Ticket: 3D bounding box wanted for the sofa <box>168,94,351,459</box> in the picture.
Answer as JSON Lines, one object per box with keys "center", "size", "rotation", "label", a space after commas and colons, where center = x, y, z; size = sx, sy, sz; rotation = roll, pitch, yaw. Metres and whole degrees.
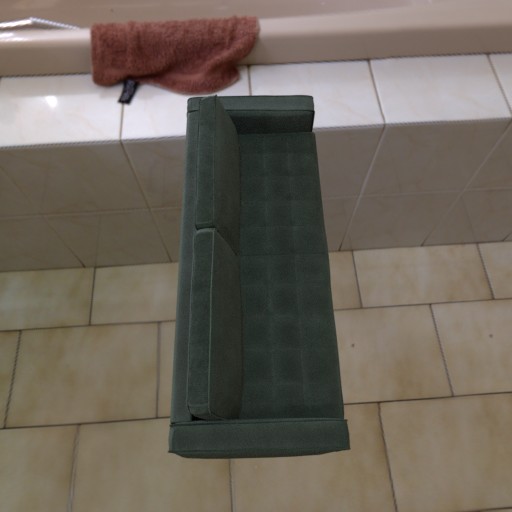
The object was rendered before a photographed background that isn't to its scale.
{"center": [0.000, 0.000, 2.675], "size": [0.886, 0.781, 2.214], "rotation": [-1, 65, -1], "label": "sofa"}
